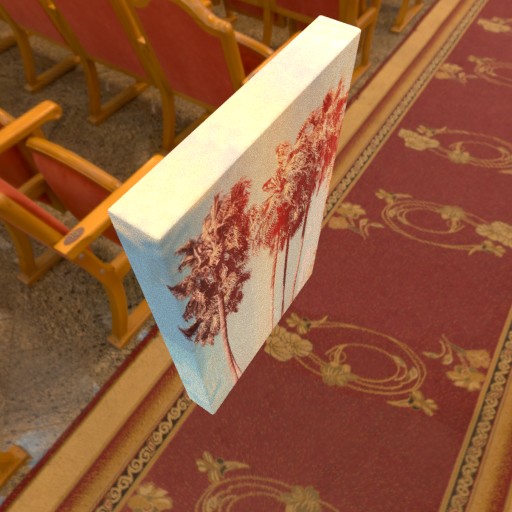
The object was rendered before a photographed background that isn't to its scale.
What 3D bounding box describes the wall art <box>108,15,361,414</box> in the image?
[{"bbox_3d":[0.000,0.000,0.463,0.039,0.380,0.251,29,61,18],"label":"wall art"}]
